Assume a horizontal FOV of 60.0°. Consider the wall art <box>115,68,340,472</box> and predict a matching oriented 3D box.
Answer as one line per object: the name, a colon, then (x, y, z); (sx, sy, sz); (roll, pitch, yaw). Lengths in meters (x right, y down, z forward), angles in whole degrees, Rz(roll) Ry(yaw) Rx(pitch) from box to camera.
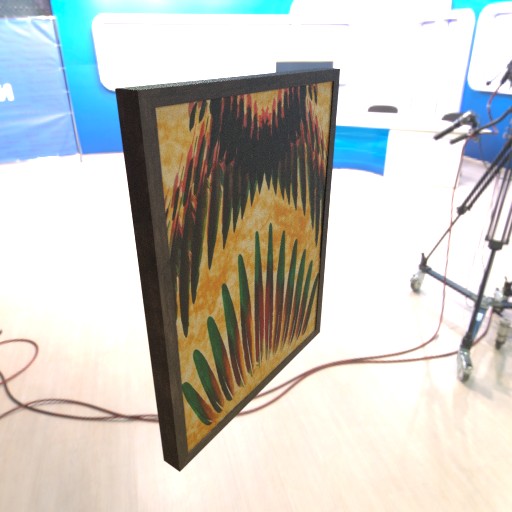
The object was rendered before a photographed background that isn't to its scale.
wall art: (0.000, 0.000, 0.538); (0.027, 0.406, 0.329); (18, 31, 32)
